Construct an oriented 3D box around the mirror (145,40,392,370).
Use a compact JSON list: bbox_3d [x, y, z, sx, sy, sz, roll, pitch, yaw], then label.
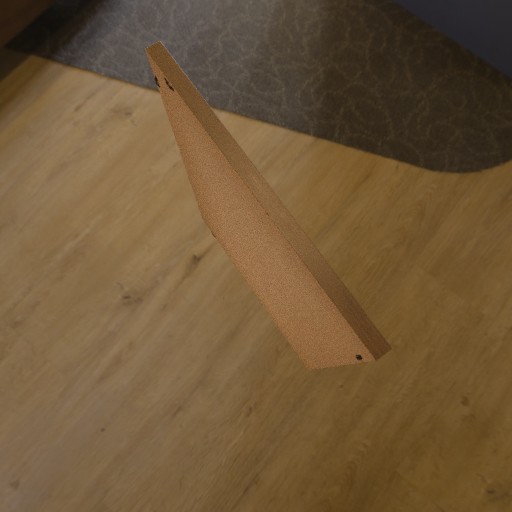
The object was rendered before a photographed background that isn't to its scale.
[{"bbox_3d":[0.000,0.000,1.324,0.041,1.016,0.762,-34,77,-9],"label":"mirror"}]
